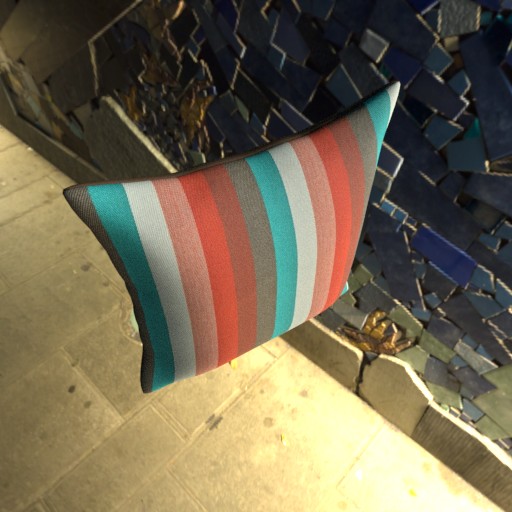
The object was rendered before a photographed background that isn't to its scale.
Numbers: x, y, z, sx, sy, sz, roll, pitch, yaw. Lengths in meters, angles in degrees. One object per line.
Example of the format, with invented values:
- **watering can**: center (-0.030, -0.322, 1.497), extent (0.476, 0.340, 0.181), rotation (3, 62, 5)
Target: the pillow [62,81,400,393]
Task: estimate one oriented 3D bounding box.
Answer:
- **pillow**: center (0.000, 0.000, 0.680), extent (0.453, 0.443, 0.168), rotation (-24, 51, -21)
